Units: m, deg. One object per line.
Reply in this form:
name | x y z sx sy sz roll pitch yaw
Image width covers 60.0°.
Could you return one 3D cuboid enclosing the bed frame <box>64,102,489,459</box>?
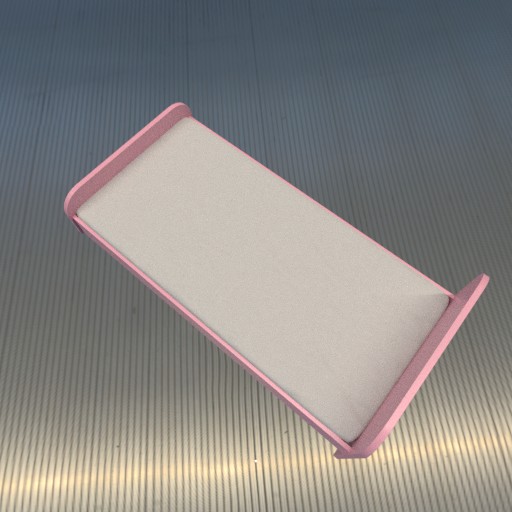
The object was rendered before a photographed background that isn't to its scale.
bed frame | 0.000 0.000 2.431 1.963 0.805 0.998 37 70 16
